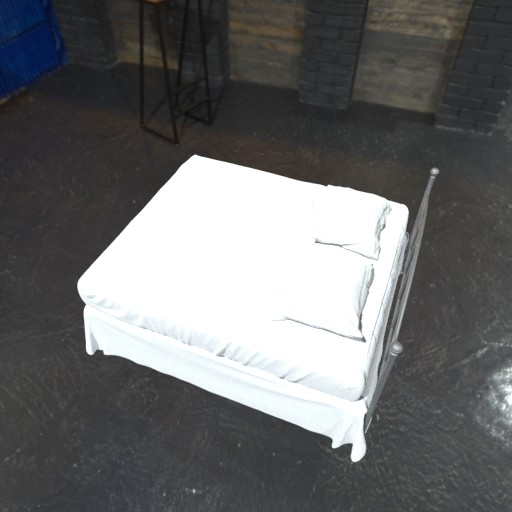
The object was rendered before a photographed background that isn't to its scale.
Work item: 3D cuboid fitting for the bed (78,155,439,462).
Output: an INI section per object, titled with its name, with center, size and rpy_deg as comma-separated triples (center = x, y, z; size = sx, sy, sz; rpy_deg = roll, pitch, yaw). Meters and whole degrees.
[bed]
center = 0.000, 0.000, 3.294
size = 2.215, 1.080, 1.936
rpy_deg = 16, 48, 15
